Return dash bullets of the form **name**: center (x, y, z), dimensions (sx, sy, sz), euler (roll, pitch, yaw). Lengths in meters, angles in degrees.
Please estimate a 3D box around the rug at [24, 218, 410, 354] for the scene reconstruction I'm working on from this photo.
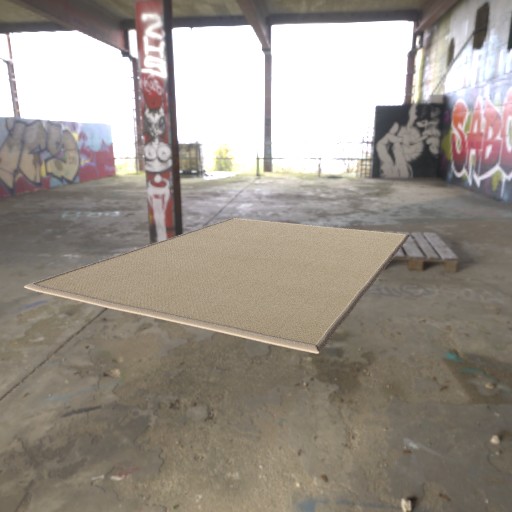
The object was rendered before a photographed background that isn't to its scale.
- **rug**: center (0.000, 0.000, 2.727), dimensions (1.525, 0.020, 2.081), euler (8, 17, 26)
